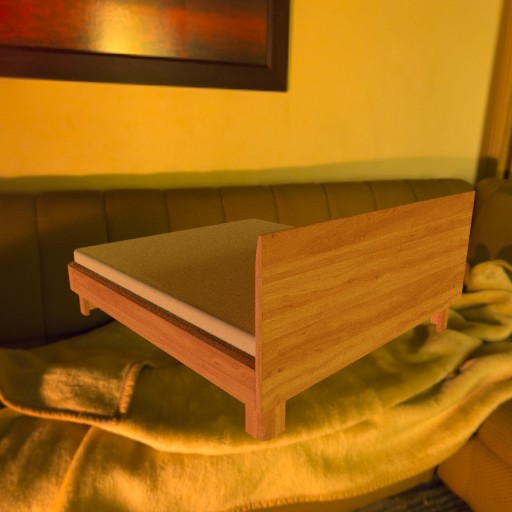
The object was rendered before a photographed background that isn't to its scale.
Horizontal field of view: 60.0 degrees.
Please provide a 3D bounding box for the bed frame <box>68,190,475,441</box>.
[{"bbox_3d":[0.000,0.000,3.077,1.872,0.940,2.092,-14,21,-41],"label":"bed frame"}]
